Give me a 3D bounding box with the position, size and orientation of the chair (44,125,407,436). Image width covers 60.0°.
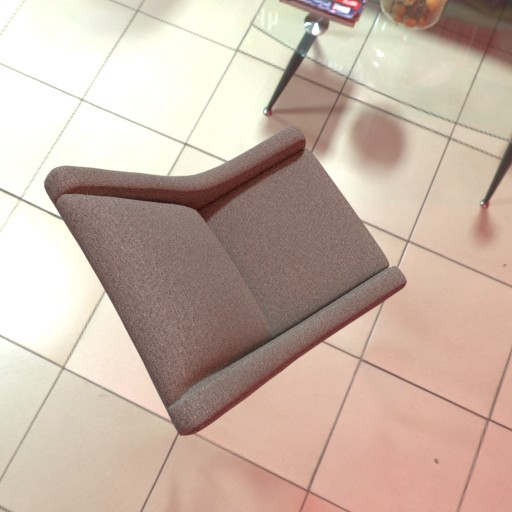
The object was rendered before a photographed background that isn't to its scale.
[{"bbox_3d":[0.000,0.000,1.599,0.870,1.016,0.774,-31,79,-7],"label":"chair"}]
